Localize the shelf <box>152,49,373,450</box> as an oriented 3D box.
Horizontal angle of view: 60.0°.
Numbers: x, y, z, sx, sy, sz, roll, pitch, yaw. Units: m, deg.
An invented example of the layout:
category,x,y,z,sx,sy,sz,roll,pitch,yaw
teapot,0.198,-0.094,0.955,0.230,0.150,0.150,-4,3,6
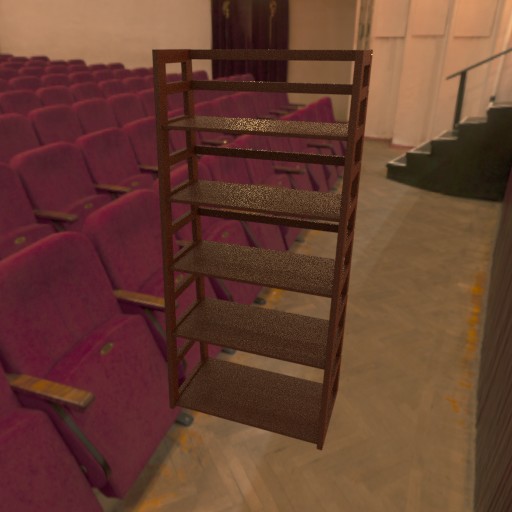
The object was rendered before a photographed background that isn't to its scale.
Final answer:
category,x,y,z,sx,sy,sz,roll,pitch,yaw
shelf,0.000,0.000,1.896,0.763,1.600,0.403,9,27,18
